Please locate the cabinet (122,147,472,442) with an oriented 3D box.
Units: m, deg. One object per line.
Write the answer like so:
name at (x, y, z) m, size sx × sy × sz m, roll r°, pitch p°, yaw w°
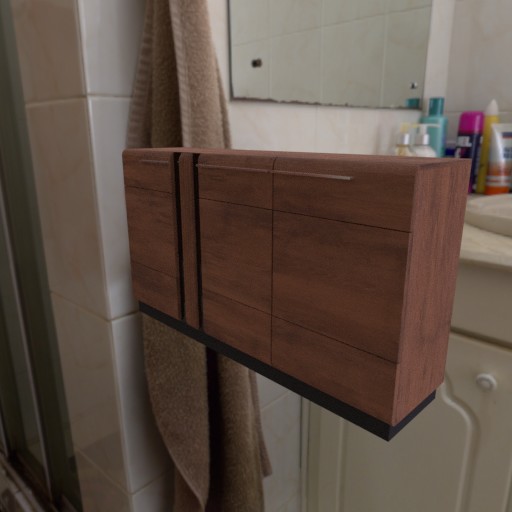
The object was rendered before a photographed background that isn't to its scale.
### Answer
cabinet at (0.000, 0.000, 1.987) m, size 0.420 × 0.900 × 1.600 m, roll -15°, pitch 21°, yaw -43°
